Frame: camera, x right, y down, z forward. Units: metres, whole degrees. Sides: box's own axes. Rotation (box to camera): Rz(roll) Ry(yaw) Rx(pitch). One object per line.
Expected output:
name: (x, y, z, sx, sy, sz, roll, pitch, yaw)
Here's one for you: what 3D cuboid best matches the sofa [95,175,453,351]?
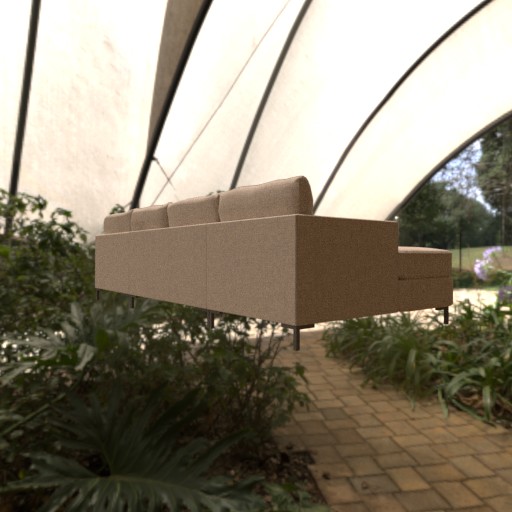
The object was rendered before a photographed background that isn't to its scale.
sofa: (0.000, 0.000, 4.284, 2.021, 0.996, 3.423, 0, 0, -37)
